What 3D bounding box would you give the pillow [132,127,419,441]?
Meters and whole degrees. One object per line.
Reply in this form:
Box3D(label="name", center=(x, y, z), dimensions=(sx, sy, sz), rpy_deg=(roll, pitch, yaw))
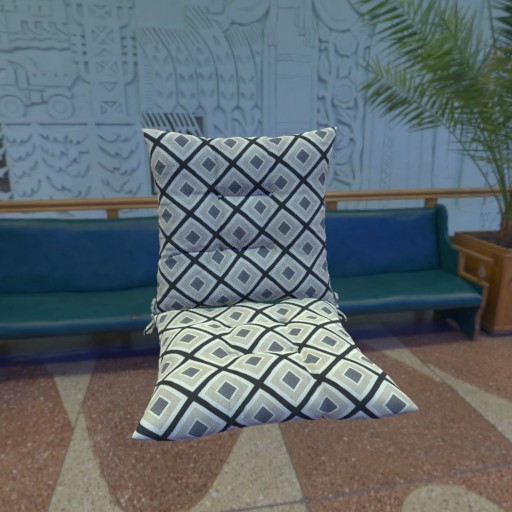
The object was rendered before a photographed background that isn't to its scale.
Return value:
Box3D(label="pillow", center=(0.000, 0.000, 0.972), dimensions=(0.541, 0.536, 0.585), rpy_deg=(-3, 17, -8))
